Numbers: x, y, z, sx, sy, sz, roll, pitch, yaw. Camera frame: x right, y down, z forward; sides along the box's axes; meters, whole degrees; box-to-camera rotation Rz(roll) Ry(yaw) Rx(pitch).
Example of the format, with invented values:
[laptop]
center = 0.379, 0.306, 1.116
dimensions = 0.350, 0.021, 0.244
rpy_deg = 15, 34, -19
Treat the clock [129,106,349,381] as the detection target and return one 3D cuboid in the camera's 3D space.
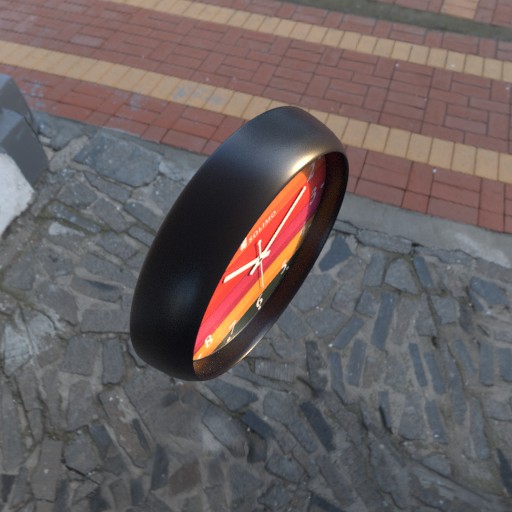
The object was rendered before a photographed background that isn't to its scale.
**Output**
[clock]
center = 0.000, 0.000, 0.461
dimensions = 0.060, 0.300, 0.300
rpy_deg = 32, 63, 19
